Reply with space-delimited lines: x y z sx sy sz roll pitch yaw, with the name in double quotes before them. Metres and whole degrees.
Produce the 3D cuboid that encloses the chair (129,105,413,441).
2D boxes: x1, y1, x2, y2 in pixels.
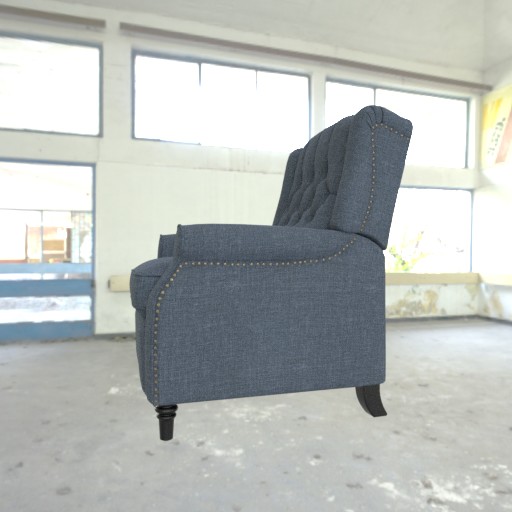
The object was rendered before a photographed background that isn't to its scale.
"chair" 0.000 0.000 1.641 0.898 1.035 0.742 0 0 -17
